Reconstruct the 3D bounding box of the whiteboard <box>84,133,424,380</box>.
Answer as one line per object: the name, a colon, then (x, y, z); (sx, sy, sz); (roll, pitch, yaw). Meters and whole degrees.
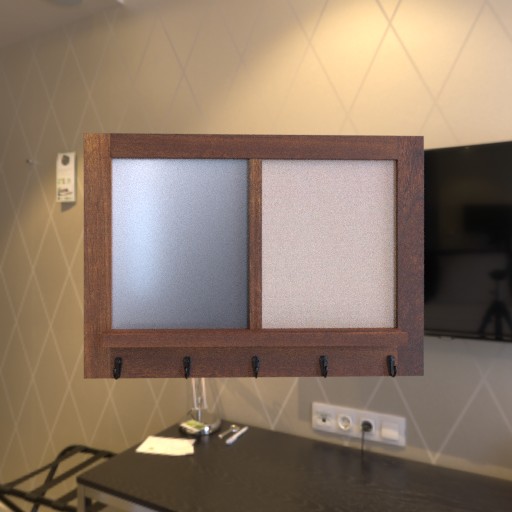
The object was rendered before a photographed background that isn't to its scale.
whiteboard: (0.000, 0.000, 1.001); (0.783, 0.559, 0.083); (0, 0, -2)
